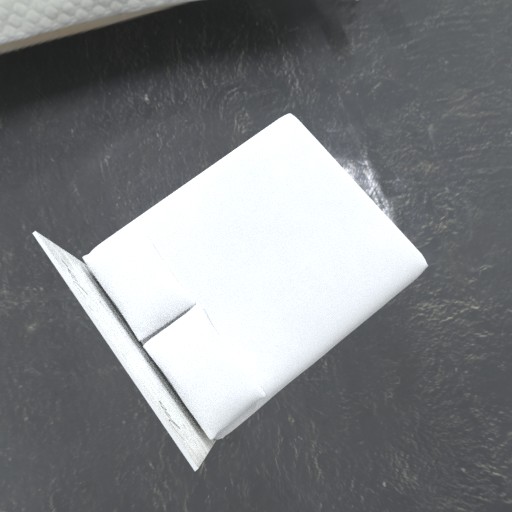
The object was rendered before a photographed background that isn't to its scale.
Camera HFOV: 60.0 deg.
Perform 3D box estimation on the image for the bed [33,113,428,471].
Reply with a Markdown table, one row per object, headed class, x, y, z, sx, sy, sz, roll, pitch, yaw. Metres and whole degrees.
| class | x | y | z | sx | sy | sz | roll | pitch | yaw |
| --- | --- | --- | --- | --- | --- | --- | --- | --- | --- |
| bed | 0.000 | 0.000 | 3.218 | 2.094 | 1.335 | 1.745 | -37 | 78 | -9 |
